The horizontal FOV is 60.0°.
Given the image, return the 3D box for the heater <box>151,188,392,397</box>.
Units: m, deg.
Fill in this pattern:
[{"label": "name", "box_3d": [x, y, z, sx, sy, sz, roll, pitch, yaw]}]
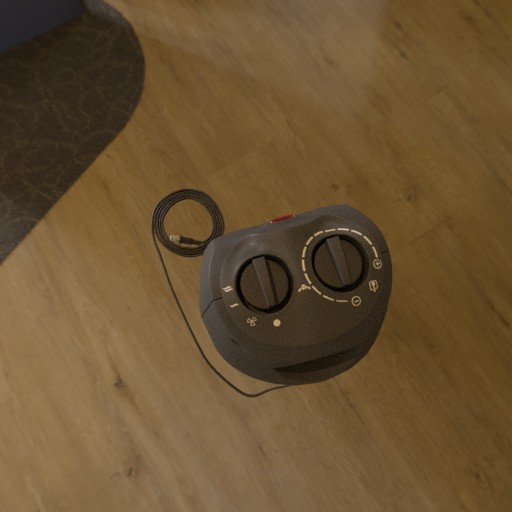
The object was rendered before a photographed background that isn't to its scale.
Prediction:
[{"label": "heater", "box_3d": [0.000, 0.000, 0.470, 0.239, 0.240, 0.291, -15, 77, -4]}]
